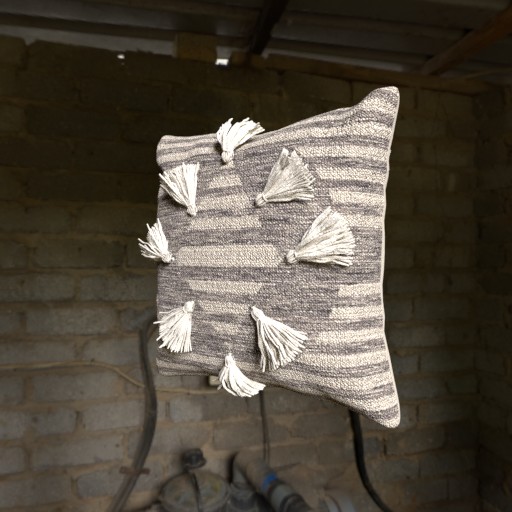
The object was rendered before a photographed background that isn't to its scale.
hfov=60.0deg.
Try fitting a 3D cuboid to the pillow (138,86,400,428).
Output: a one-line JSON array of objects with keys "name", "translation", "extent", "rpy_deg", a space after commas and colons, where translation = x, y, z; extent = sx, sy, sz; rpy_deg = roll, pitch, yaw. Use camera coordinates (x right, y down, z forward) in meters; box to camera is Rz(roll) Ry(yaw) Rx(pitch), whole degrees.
[{"name": "pillow", "translation": [0.000, 0.000, 0.760], "extent": [0.484, 0.490, 0.234], "rpy_deg": [0, 0, 35]}]
